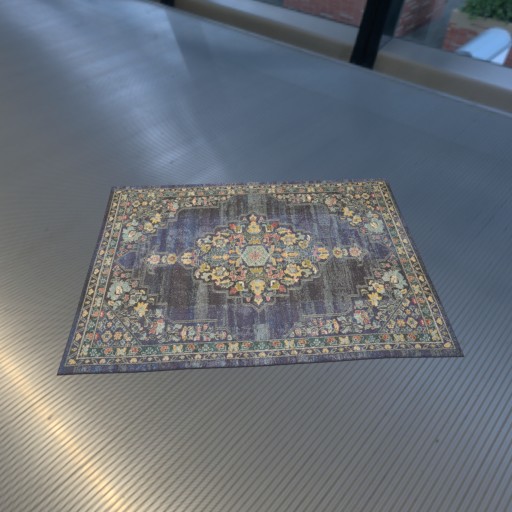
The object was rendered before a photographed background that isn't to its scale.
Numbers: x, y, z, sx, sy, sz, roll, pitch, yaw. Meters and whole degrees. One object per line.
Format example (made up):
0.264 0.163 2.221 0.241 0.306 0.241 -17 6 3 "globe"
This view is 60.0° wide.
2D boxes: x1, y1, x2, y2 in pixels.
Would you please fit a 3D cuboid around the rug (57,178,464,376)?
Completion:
0.000 0.000 4.853 3.612 0.035 2.716 -2 46 -2 "rug"
